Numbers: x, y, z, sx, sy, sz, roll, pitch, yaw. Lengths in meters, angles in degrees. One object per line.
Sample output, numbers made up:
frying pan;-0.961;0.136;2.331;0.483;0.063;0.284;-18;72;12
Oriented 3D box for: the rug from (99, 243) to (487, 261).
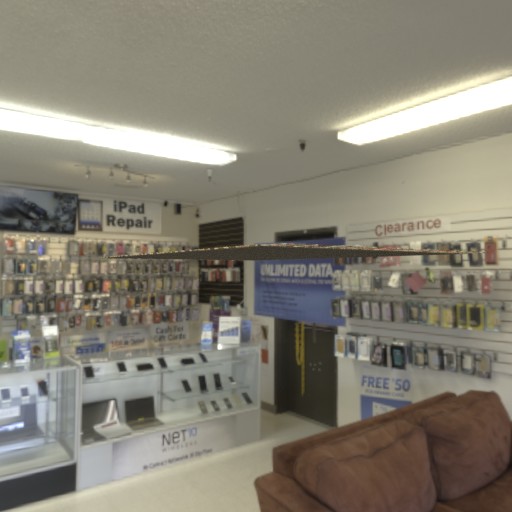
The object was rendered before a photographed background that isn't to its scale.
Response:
rug;0.000;0.000;3.014;1.524;0.008;2.438;1;-2;-35
